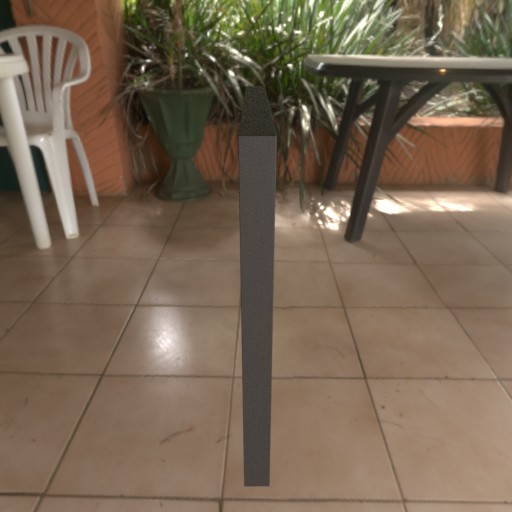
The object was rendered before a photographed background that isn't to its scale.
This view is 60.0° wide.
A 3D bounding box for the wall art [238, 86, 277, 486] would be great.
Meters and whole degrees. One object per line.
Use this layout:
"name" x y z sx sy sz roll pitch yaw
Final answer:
"wall art" 0.000 0.000 0.767 0.037 0.506 0.506 0 26 0
